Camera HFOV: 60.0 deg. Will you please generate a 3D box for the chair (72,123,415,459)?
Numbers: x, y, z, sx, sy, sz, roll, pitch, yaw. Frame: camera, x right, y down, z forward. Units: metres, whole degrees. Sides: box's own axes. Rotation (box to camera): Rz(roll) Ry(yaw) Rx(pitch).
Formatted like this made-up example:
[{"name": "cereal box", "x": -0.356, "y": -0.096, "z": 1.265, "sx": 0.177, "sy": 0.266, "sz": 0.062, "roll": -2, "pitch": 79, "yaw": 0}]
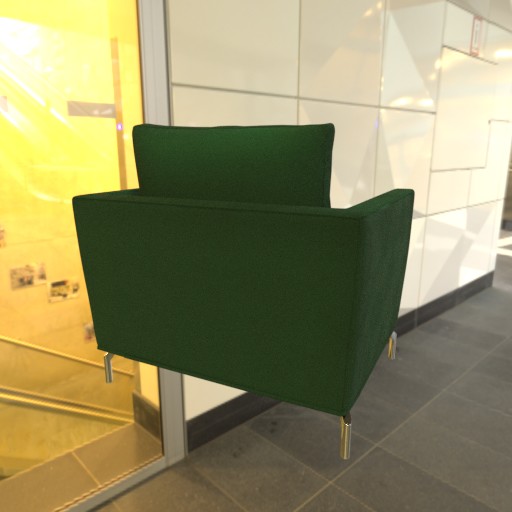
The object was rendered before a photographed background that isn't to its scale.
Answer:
[{"name": "chair", "x": 0.000, "y": 0.000, "z": 1.747, "sx": 1.047, "sy": 0.997, "sz": 0.852, "roll": 7, "pitch": 15, "yaw": 26}]
